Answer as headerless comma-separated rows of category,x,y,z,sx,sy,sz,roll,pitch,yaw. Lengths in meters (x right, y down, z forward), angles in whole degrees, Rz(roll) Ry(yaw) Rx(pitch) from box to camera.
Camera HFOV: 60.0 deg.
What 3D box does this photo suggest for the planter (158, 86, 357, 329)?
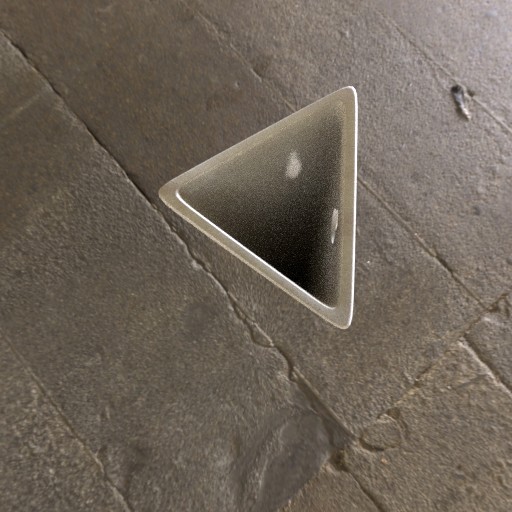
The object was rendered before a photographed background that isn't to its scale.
planter,0.000,0.000,0.284,0.081,0.224,0.101,4,77,1
